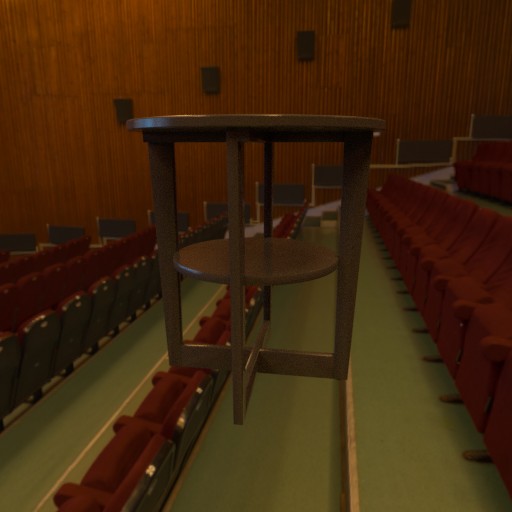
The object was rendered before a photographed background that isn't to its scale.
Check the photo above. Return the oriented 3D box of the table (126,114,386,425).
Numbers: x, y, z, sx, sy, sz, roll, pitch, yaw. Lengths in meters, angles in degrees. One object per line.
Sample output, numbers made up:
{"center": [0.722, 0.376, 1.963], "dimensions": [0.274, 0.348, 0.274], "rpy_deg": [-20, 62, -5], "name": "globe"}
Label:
{"center": [0.000, 0.000, 0.953], "dimensions": [0.500, 0.550, 0.500], "rpy_deg": [0, 14, 0], "name": "table"}
